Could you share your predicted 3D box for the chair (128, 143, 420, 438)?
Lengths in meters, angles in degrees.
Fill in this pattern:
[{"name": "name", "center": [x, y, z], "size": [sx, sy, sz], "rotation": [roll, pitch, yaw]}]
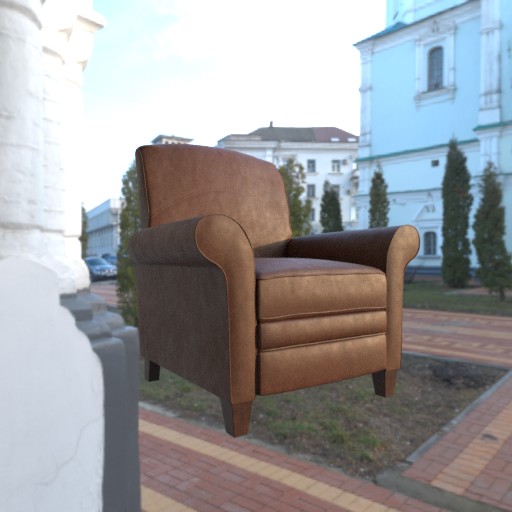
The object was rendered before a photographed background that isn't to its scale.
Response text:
[{"name": "chair", "center": [0.000, 0.000, 1.829], "size": [0.978, 1.061, 0.902], "rotation": [0, 0, -34]}]
